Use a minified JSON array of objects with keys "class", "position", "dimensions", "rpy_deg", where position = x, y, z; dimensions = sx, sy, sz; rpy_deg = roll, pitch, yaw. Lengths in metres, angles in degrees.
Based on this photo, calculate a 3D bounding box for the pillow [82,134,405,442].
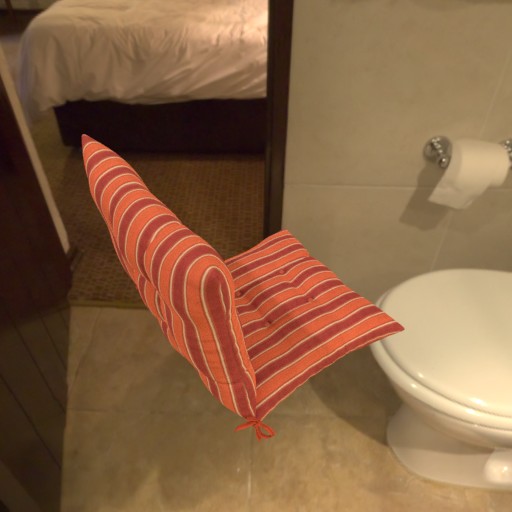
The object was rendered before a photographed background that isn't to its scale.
[{"class":"pillow","position":[0.000,0.000,1.013],"dimensions":[0.585,0.536,0.541],"rpy_deg":[-25,47,-26]}]
